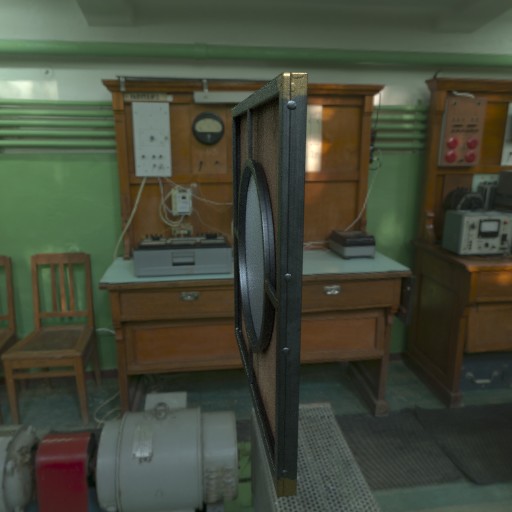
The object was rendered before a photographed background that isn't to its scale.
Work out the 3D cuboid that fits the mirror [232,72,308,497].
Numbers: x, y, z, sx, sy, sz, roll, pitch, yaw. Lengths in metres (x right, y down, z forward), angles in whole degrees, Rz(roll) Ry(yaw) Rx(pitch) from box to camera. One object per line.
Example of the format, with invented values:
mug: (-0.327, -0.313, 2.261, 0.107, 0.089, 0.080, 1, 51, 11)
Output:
mirror: (0.000, 0.000, 0.561, 0.020, 0.381, 0.382, -2, 15, -9)
